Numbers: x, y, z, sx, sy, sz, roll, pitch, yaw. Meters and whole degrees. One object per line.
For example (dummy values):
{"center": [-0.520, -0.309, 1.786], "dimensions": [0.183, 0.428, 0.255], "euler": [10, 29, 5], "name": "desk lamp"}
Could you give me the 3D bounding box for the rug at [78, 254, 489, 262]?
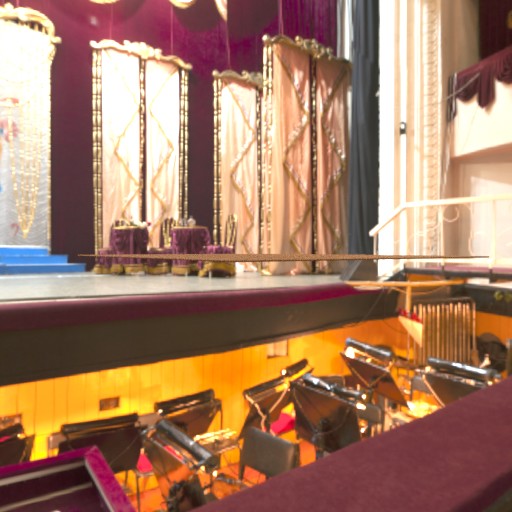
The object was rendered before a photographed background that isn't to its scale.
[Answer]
{"center": [0.000, 0.000, 4.073], "dimensions": [2.439, 0.013, 3.048], "euler": [-1, 1, -36], "name": "rug"}
